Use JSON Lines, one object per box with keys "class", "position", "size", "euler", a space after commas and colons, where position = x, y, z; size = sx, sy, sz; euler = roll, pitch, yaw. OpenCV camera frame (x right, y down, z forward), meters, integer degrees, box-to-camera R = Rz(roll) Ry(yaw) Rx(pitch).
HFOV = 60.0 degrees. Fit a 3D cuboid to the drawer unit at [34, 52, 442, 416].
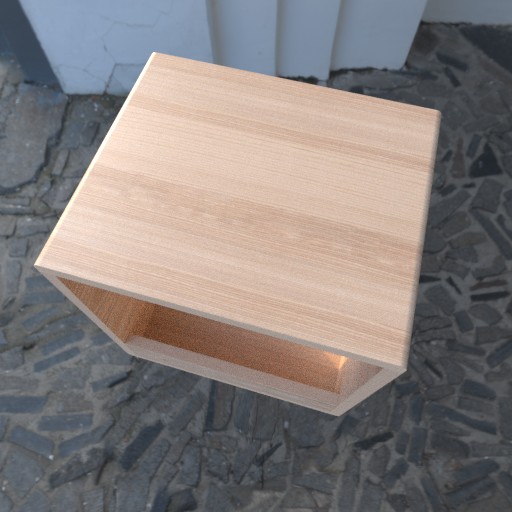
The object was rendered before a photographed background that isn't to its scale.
{"class": "drawer unit", "position": [0.000, 0.000, 0.599], "size": [0.344, 0.344, 0.290], "euler": [14, 65, 7]}
